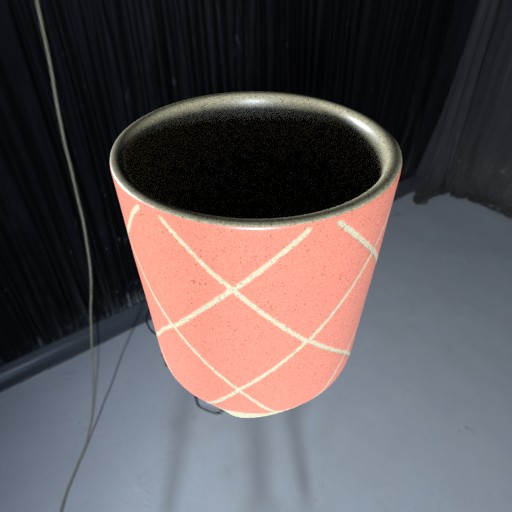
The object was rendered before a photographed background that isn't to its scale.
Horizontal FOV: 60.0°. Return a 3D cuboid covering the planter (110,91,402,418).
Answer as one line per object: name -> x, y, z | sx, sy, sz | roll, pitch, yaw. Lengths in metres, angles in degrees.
planter -> 0.000, 0.000, 0.360 | 0.191, 0.200, 0.191 | 0, 40, 0
